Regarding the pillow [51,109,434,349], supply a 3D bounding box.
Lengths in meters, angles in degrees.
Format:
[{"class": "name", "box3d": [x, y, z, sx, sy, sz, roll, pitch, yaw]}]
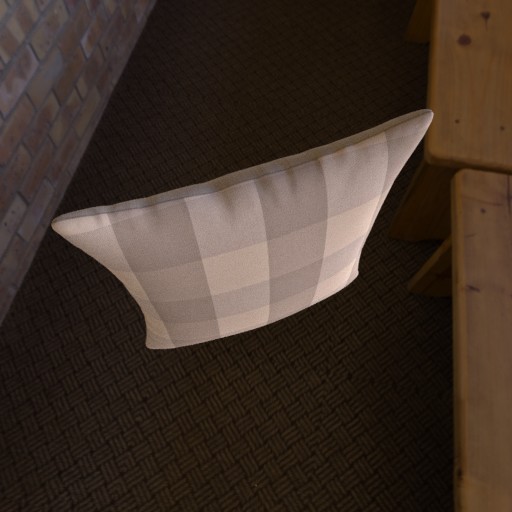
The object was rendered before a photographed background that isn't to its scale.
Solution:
[{"class": "pillow", "box3d": [0.000, 0.000, 0.780, 0.511, 0.509, 0.161, -18, 64, -9]}]
